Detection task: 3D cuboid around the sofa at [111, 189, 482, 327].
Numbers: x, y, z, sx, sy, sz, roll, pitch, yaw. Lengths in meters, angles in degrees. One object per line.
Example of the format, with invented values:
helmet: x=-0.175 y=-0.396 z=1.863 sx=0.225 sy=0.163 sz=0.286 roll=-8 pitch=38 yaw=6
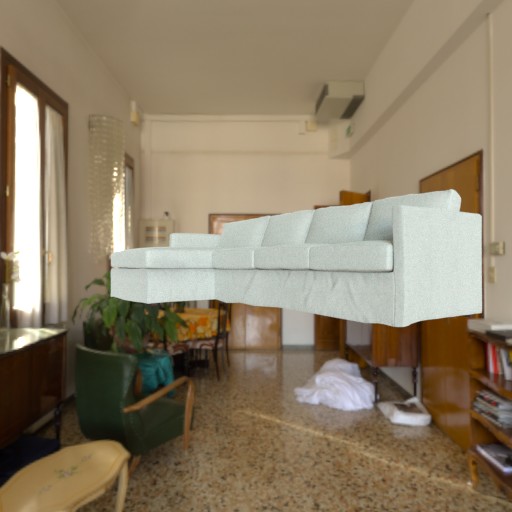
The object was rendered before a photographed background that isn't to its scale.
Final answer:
sofa: x=0.000 y=0.000 z=3.930 sx=1.650 sy=0.922 sz=3.205 roll=1 pitch=-1 yaw=-36
